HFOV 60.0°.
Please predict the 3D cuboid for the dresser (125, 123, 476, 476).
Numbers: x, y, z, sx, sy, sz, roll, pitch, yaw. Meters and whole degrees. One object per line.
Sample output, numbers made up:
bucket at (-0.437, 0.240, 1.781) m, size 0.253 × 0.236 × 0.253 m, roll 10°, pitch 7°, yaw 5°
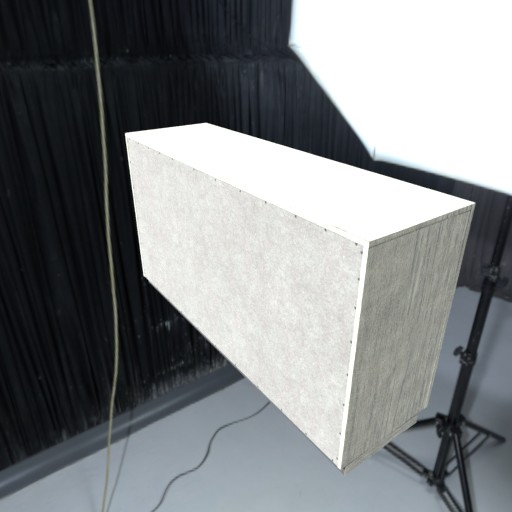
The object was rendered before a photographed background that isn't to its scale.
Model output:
dresser at (0.000, 0.000, 2.014) m, size 0.483 × 0.889 × 1.628 m, roll -18°, pitch 32°, yaw -32°
